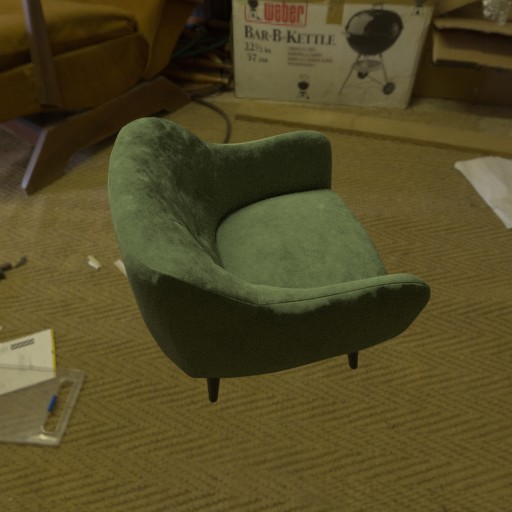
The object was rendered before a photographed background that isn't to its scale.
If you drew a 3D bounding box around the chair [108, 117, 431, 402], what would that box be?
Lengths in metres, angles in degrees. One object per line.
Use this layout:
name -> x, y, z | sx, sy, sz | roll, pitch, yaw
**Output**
chair -> 0.000, 0.000, 1.525 | 0.819, 0.804, 0.840 | -10, 47, -10
